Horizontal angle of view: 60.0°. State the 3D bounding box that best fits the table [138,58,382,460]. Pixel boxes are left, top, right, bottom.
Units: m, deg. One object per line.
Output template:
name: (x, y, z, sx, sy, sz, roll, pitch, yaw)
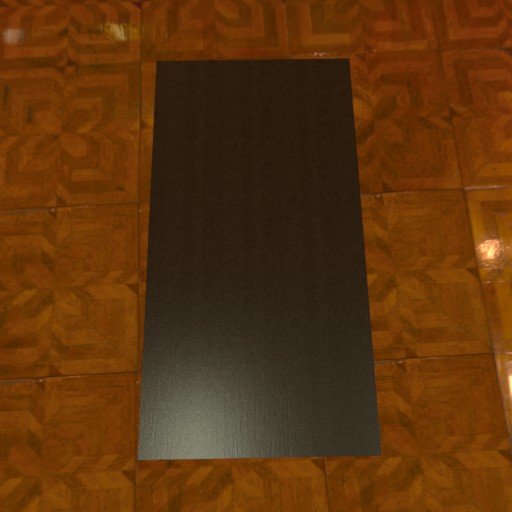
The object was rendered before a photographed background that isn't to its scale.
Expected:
table: (0.000, 0.000, 1.390, 0.574, 0.435, 1.095, -1, 75, 0)
